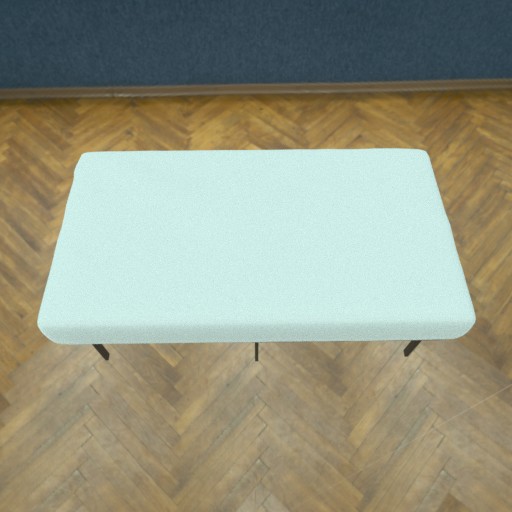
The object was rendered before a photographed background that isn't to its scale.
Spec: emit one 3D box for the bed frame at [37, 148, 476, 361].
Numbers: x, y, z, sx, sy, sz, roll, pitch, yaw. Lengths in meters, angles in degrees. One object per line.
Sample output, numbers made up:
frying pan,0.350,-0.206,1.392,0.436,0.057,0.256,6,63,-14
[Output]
bed frame,0.000,0.000,2.359,1.908,0.640,1.025,-1,58,0
